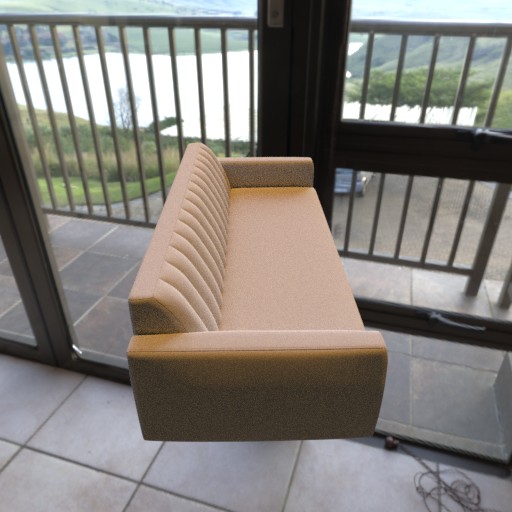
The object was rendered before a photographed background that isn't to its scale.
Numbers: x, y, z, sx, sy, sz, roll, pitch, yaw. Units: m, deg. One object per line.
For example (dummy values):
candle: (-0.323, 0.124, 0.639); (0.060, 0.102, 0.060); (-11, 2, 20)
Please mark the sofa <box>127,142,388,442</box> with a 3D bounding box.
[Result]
sofa: (0.000, 0.000, 2.669); (0.990, 0.821, 2.291); (-1, 30, -1)
